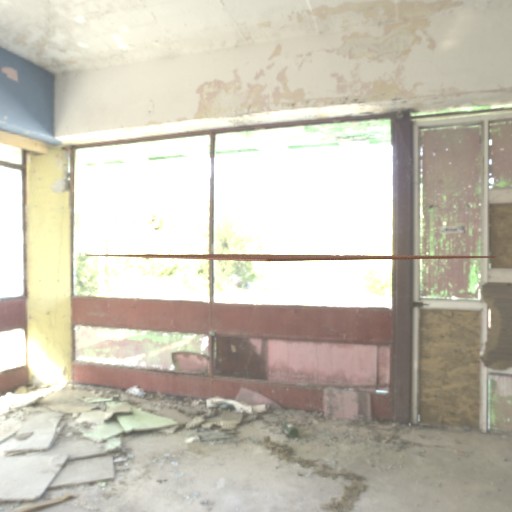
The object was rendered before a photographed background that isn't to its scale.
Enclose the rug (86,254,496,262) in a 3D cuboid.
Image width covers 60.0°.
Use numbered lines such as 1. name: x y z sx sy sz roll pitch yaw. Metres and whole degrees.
1. rug: 0.000 0.000 2.273 1.217 0.007 1.828 0 1 -35
